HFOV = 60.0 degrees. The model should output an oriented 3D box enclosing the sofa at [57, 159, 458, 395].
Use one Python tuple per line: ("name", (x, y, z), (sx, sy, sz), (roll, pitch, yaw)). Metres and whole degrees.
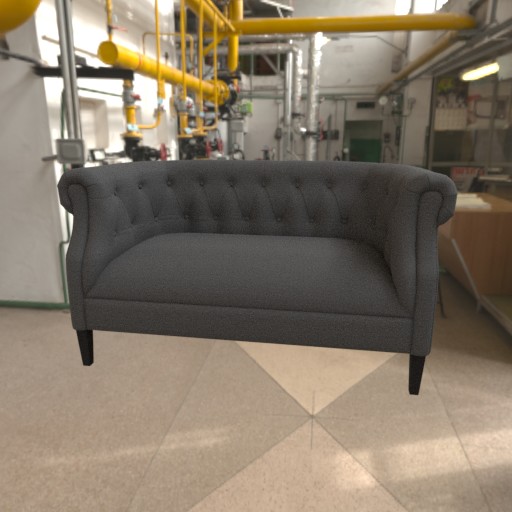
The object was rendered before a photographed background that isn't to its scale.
("sofa", (0.000, 0.000, 2.038), (1.558, 0.827, 0.835), (3, 16, 9))
